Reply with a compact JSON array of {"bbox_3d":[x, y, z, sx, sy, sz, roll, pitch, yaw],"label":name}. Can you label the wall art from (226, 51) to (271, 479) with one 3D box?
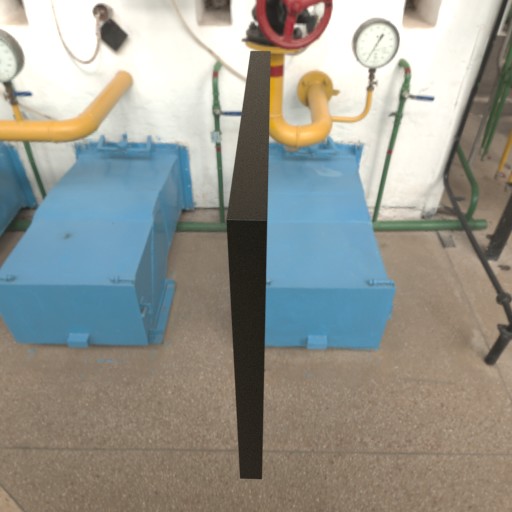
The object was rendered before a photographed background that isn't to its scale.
[{"bbox_3d":[0.000,0.000,0.741,0.036,0.508,0.508,1,40,1],"label":"wall art"}]
